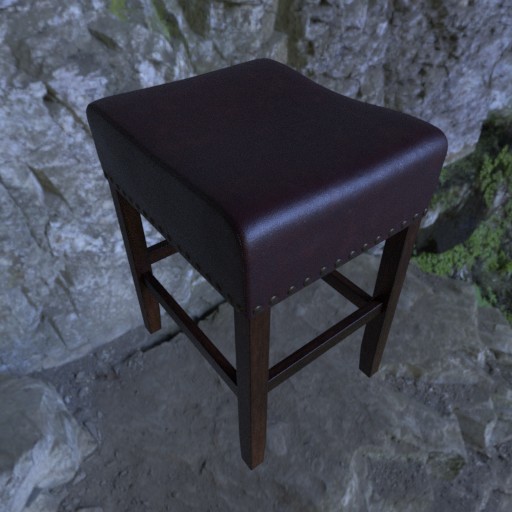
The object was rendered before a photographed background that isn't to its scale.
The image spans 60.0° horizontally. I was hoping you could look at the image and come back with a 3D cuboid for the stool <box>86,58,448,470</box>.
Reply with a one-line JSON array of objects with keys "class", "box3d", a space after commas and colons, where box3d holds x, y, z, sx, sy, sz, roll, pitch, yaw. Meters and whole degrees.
[{"class": "stool", "box3d": [0.000, 0.000, 0.901, 0.397, 0.608, 0.465, -27, 48, -27]}]
